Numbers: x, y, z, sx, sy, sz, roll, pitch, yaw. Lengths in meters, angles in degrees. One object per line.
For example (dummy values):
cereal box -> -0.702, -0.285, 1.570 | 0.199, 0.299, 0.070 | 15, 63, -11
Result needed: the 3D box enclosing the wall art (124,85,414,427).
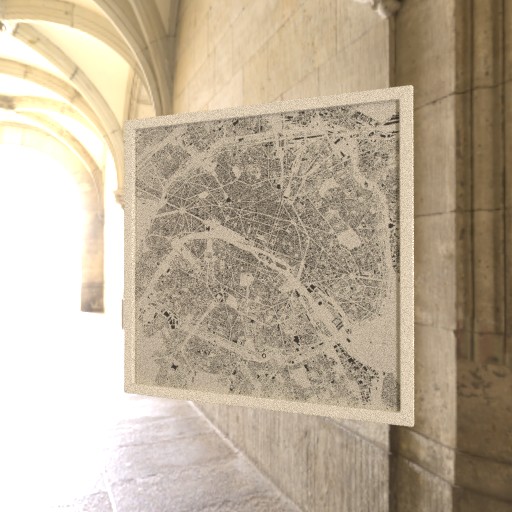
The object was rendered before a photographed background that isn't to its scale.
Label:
wall art -> 0.000, 0.000, 0.759 | 0.508, 0.508, 0.038 | 0, -1, 19
